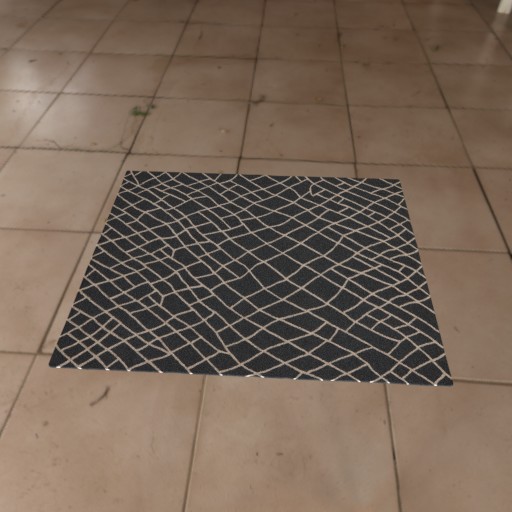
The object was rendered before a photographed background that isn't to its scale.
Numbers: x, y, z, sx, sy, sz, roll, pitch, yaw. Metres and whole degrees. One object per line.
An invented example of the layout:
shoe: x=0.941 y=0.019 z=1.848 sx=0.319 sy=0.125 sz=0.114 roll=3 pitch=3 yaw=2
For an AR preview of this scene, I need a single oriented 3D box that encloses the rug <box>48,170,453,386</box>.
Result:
rug: x=0.000 y=0.000 z=4.123 sx=3.047 sy=0.022 sz=2.439 roll=2 pitch=48 yaw=2
